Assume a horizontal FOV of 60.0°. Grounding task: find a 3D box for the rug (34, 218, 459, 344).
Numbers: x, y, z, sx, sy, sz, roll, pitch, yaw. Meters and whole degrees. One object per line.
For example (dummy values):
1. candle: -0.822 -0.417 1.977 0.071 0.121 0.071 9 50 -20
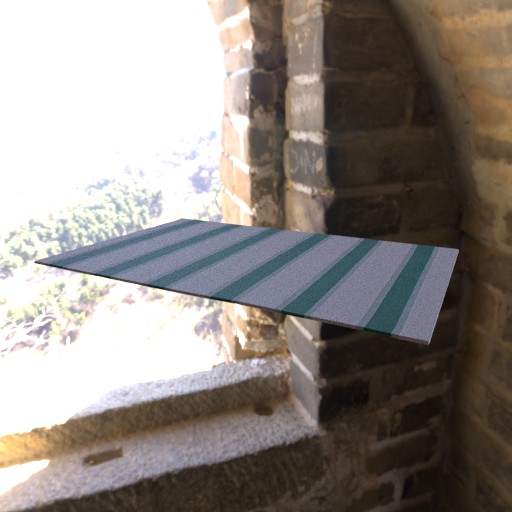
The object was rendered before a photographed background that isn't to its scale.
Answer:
1. rug: 0.000 0.000 2.277 1.829 0.012 1.210 8 18 27
